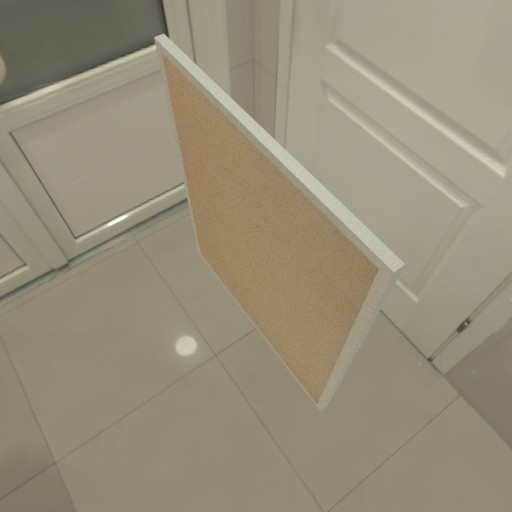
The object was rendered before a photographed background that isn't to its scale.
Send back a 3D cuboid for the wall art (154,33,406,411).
[{"bbox_3d":[0.000,0.000,0.618,0.013,0.456,0.382,-31,63,-18],"label":"wall art"}]
